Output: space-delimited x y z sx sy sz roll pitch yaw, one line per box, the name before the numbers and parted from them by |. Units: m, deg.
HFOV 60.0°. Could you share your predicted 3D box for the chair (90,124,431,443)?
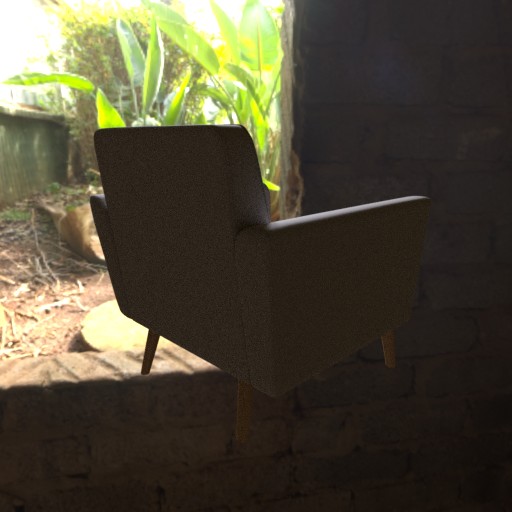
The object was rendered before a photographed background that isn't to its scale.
chair | 0.000 0.000 1.397 0.750 0.780 0.780 -14 21 -43
